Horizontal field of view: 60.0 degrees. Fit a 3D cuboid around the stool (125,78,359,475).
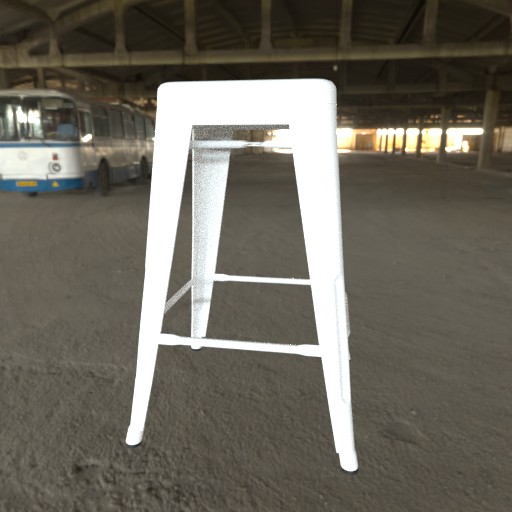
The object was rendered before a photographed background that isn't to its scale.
[{"bbox_3d":[0.000,0.000,0.864,0.406,0.610,0.406,2,15,9],"label":"stool"}]
